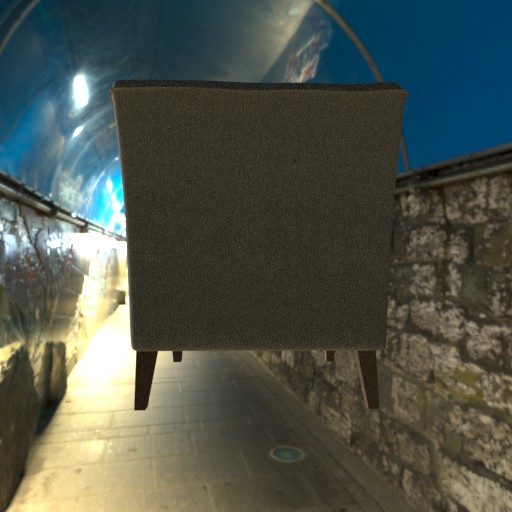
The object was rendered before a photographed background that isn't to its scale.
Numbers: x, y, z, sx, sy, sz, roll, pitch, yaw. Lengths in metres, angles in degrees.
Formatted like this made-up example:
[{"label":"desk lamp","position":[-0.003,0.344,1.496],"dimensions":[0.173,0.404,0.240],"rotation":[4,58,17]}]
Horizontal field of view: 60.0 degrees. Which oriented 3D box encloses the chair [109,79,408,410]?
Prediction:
[{"label":"chair","position":[0.000,0.000,1.570],"dimensions":[0.780,0.919,0.899],"rotation":[0,0,-1]}]
